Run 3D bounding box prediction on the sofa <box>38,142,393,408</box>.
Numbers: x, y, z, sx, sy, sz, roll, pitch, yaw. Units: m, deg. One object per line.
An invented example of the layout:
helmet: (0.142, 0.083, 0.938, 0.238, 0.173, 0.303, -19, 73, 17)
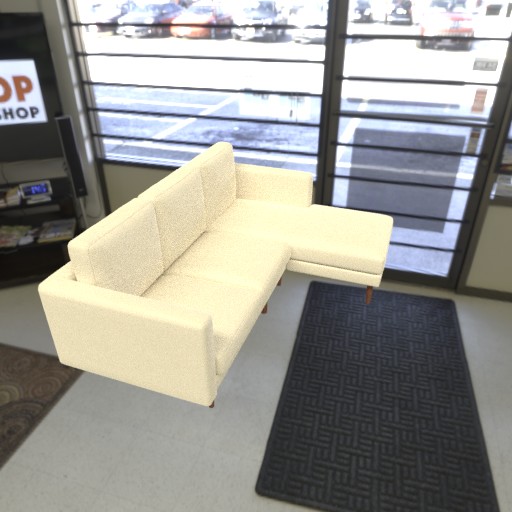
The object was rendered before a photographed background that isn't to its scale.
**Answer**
sofa: (0.000, 0.000, 2.861, 1.580, 0.899, 2.029, 10, 32, 17)
